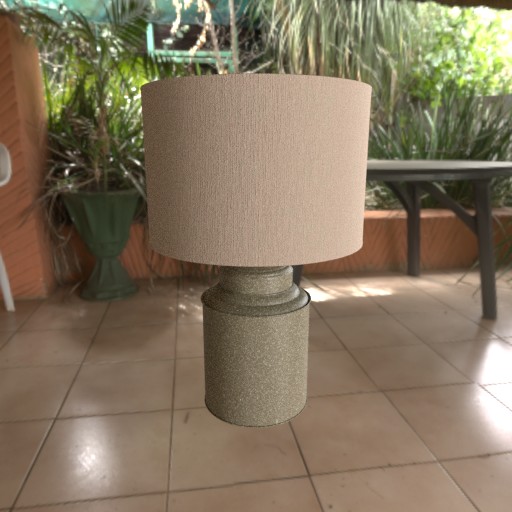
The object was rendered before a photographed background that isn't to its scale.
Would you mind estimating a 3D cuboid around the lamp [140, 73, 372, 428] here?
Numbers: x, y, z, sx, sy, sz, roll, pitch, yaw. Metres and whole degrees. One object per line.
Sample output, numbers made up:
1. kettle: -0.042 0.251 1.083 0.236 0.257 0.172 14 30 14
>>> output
1. lamp: 0.000 0.000 0.685 0.318 0.486 0.318 0 14 0
